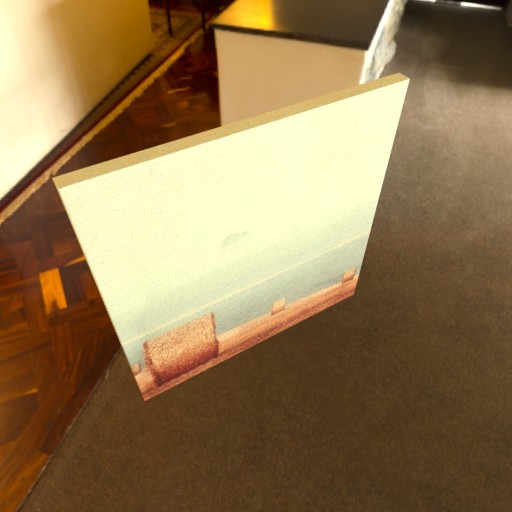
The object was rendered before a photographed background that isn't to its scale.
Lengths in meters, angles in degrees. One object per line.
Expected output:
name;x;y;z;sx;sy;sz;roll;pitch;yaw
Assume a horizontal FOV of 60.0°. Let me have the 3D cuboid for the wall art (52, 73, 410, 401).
wall art;0.000;0.000;0.898;0.605;0.605;0.034;-23;51;-20
